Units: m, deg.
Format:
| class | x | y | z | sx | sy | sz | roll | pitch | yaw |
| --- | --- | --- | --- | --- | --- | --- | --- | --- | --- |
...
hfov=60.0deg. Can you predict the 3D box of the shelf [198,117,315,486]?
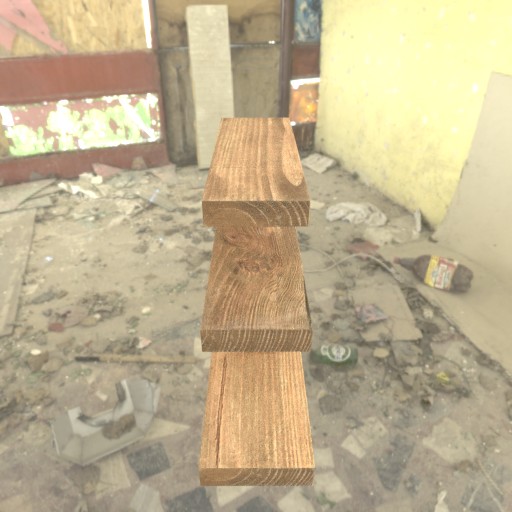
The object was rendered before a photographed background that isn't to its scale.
| class | x | y | z | sx | sy | sz | roll | pitch | yaw |
| --- | --- | --- | --- | --- | --- | --- | --- | --- | --- |
| shelf | 0.000 | 0.000 | 0.730 | 0.140 | 0.293 | 0.610 | 0 | 32 | 0 |
